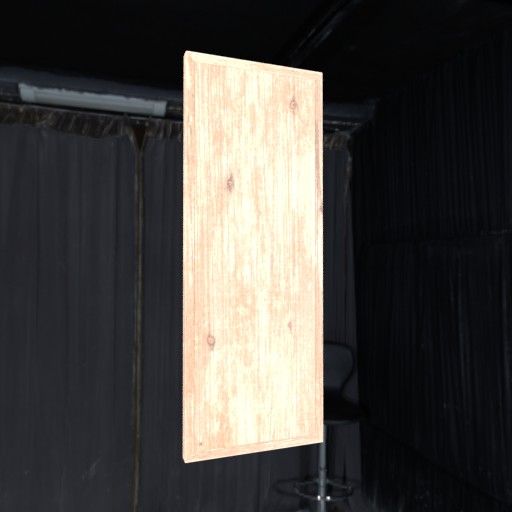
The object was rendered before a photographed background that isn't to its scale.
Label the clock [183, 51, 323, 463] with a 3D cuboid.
[{"bbox_3d":[0.000,0.000,1.111,0.361,0.965,0.030,0,-1,-20],"label":"clock"}]
